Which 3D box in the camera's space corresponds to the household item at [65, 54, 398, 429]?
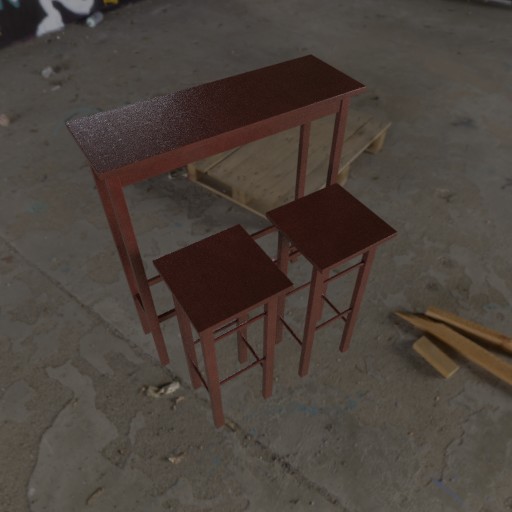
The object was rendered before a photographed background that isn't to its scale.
[{"bbox_3d":[0.000,0.000,1.674,0.914,1.067,0.676,-25,51,-22],"label":"household item"}]
